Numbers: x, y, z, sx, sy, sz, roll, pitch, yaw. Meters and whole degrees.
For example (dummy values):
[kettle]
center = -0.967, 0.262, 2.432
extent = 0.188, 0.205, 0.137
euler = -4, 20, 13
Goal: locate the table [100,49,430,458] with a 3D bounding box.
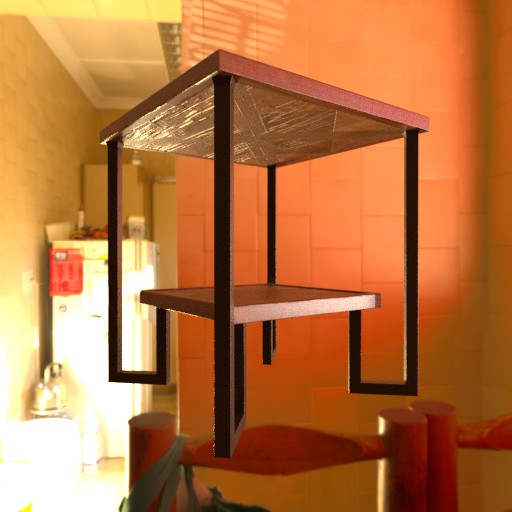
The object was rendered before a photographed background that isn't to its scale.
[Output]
[table]
center = 0.000, 0.000, 0.947
extent = 0.503, 0.563, 0.503
euler = 0, 0, -37
